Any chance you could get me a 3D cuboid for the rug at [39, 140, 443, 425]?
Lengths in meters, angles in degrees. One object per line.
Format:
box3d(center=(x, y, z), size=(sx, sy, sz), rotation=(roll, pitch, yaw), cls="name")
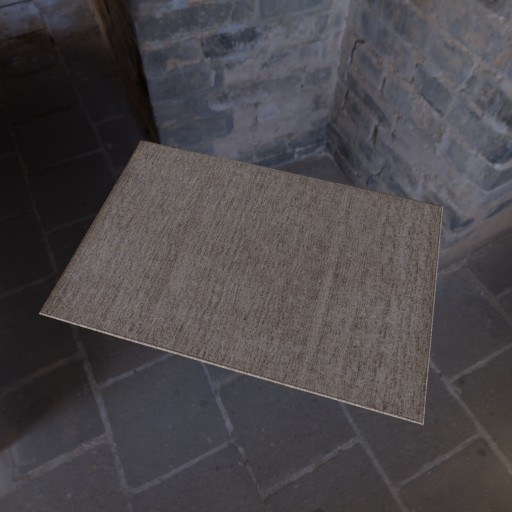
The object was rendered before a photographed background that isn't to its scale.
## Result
box3d(center=(0.000, 0.000, 2.304), size=(1.822, 0.018, 1.211), rotation=(14, 60, 8), cls="rug")
